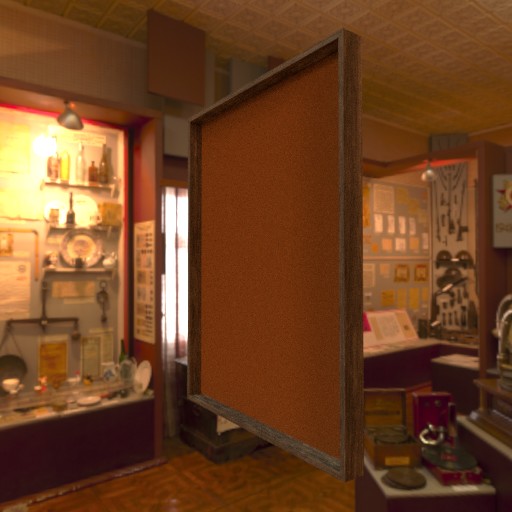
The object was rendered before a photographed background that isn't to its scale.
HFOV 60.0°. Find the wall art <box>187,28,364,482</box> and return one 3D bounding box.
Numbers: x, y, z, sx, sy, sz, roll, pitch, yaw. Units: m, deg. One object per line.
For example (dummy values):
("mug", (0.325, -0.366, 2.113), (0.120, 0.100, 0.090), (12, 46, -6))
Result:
("wall art", (0.000, 0.000, 1.317), (0.063, 1.016, 0.762), (1, -1, -36))
